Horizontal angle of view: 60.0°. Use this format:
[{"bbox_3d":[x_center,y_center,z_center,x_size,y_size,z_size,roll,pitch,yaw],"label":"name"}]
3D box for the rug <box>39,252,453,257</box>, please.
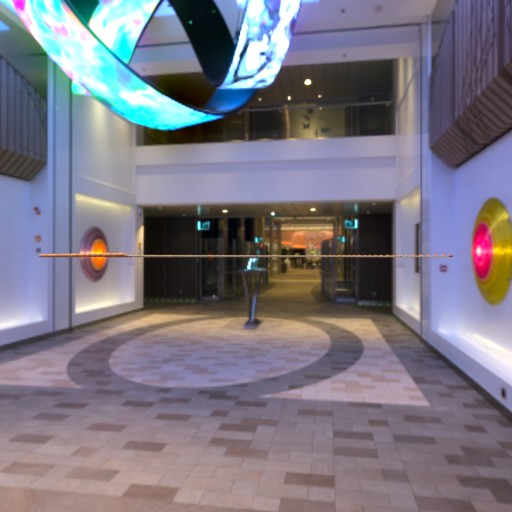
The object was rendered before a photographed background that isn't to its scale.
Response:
[{"bbox_3d":[0.000,0.000,2.559,2.092,0.017,1.232,0,0,-37],"label":"rug"}]
